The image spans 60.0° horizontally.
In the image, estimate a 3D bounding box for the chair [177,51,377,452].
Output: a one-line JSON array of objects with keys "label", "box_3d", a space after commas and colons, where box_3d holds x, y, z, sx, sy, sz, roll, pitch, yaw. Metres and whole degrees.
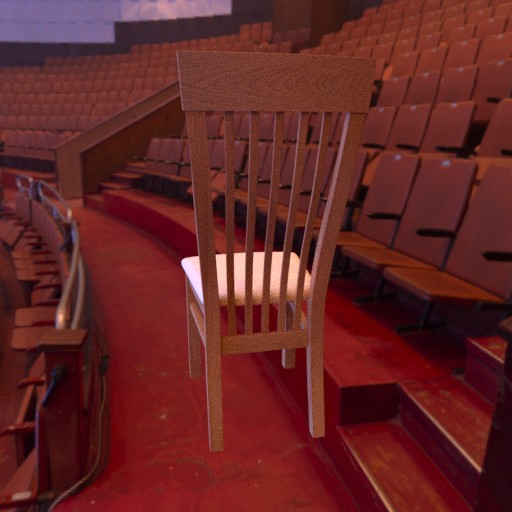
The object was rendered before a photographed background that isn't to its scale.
[{"label": "chair", "box_3d": [0.000, 0.000, 1.359, 0.450, 1.050, 0.580, -3, 15, -11]}]
